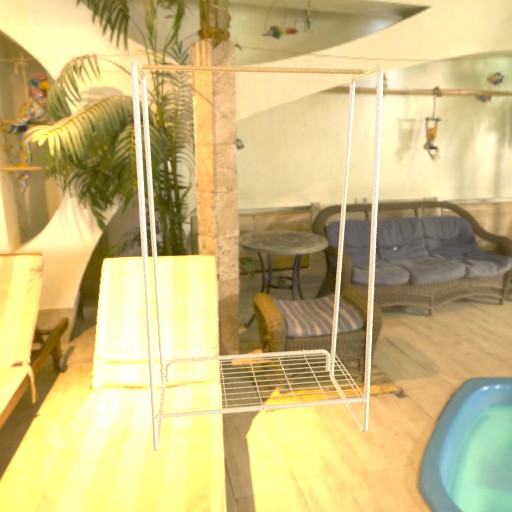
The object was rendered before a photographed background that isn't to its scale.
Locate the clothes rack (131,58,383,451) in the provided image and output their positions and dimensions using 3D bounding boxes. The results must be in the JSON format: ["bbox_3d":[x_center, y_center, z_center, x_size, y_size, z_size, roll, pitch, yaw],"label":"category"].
[{"bbox_3d":[0.000,0.000,1.890,0.900,1.500,0.495,-2,15,-8],"label":"clothes rack"}]
